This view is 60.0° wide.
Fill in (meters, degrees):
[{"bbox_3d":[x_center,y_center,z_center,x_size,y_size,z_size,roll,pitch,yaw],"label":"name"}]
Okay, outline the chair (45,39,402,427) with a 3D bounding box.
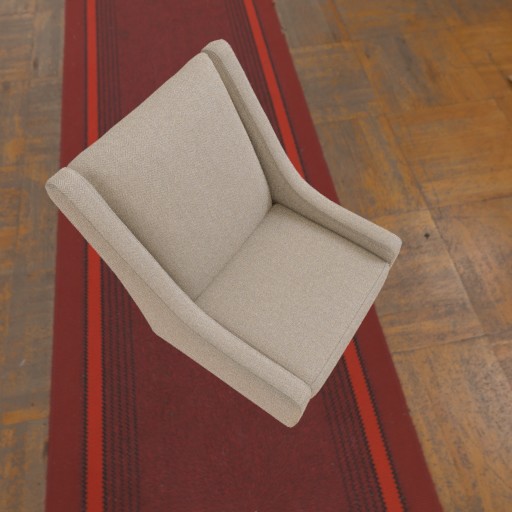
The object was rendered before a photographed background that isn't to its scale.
[{"bbox_3d":[0.000,0.000,1.612,0.870,1.014,0.774,31,65,16],"label":"chair"}]
